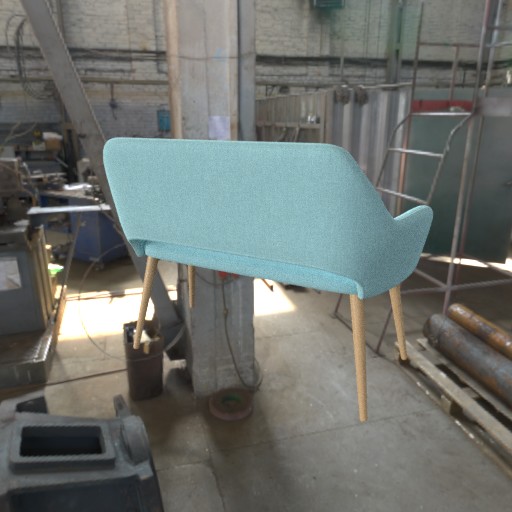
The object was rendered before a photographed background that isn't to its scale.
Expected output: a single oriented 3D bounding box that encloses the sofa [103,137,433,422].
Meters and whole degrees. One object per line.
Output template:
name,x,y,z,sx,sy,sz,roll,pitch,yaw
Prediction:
sofa,0.000,0.000,1.610,1.150,0.840,0.610,9,20,27
